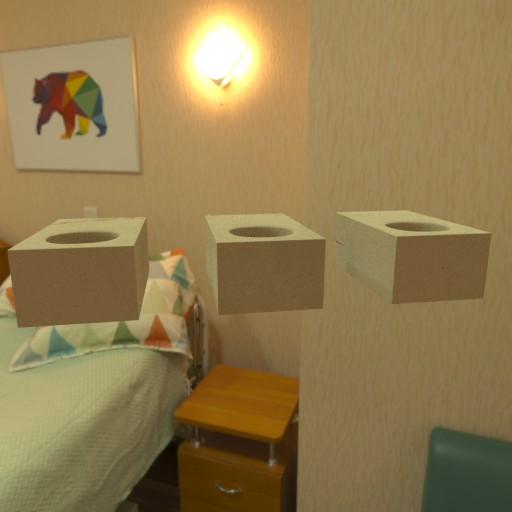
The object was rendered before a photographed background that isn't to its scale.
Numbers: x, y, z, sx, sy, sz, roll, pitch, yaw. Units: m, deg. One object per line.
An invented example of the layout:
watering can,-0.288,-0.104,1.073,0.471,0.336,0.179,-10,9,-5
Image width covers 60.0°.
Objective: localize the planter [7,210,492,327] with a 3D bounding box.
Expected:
planter,0.000,0.000,0.367,0.333,0.051,0.127,-2,14,-10
